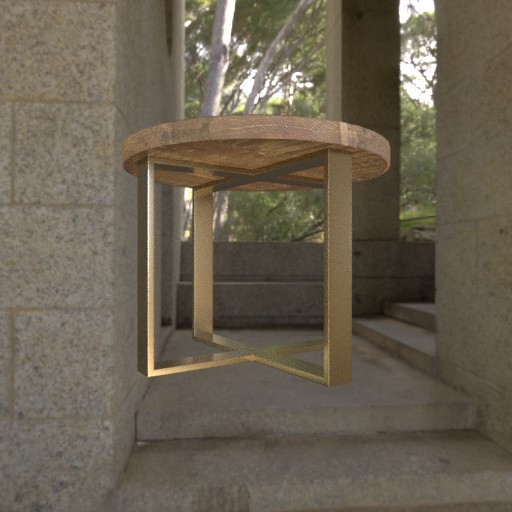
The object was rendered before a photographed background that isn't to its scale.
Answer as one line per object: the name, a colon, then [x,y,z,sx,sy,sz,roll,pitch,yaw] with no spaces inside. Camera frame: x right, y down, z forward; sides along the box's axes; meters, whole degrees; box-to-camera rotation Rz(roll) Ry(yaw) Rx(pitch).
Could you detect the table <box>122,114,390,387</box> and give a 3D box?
table: [0.000,0.000,0.963,0.557,0.437,0.557,0,0,0]
